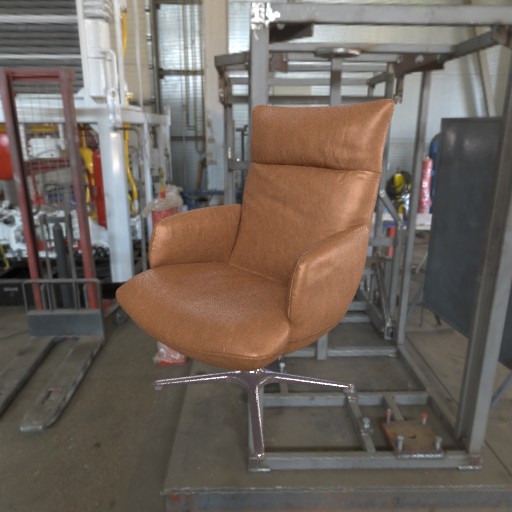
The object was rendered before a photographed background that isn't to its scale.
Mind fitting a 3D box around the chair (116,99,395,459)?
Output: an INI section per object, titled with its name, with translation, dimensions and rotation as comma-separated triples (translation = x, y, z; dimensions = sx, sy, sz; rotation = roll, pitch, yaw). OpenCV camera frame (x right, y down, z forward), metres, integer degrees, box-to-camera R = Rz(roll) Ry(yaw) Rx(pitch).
[chair]
translation = 0.000, 0.000, 1.527
dimensions = 0.711, 1.027, 0.794
rotation = 15, 22, 42
